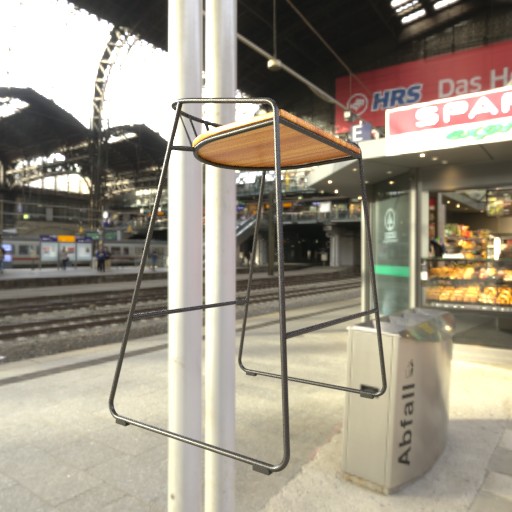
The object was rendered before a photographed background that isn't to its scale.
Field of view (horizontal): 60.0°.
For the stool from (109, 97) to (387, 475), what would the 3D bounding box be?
[{"bbox_3d":[0.000,0.000,1.169,0.521,0.812,0.546,0,0,35],"label":"stool"}]
